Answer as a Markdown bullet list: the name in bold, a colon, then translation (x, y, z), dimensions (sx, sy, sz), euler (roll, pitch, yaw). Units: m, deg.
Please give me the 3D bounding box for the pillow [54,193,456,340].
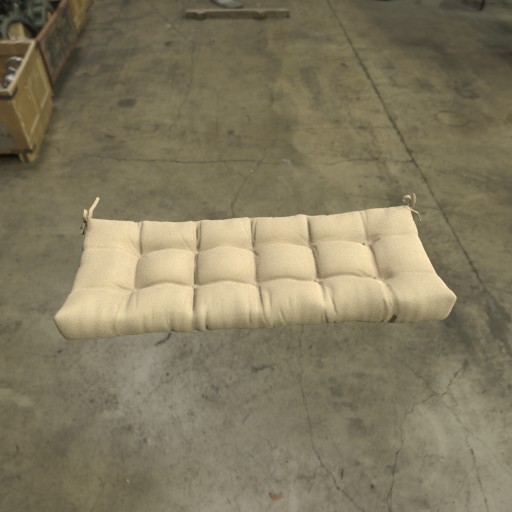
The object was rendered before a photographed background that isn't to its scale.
- **pillow**: translation (0.000, 0.000, 1.411), dimensions (1.194, 0.174, 0.511), euler (-3, 46, -3)
